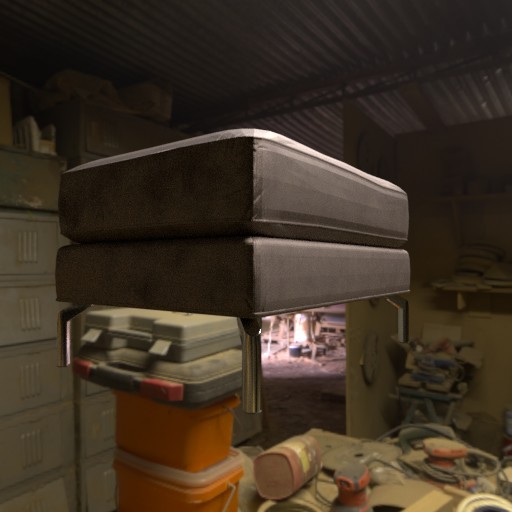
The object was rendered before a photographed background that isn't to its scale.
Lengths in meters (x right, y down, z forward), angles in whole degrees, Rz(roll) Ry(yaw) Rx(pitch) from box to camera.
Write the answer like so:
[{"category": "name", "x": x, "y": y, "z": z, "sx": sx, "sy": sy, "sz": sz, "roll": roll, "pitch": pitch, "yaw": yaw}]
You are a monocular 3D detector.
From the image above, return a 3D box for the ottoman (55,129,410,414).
[{"category": "ottoman", "x": 0.000, "y": 0.000, "z": 1.048, "sx": 0.520, "sy": 0.456, "sz": 0.719, "roll": -1, "pitch": -1, "yaw": 36}]
